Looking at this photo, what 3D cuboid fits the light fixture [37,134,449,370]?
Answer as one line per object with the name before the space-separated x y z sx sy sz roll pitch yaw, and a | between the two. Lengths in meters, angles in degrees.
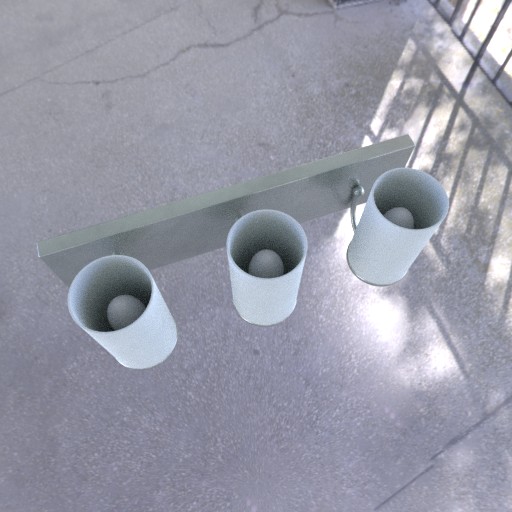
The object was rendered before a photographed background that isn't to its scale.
light fixture | 0.000 0.000 0.525 0.451 0.172 0.145 -18 64 -9
